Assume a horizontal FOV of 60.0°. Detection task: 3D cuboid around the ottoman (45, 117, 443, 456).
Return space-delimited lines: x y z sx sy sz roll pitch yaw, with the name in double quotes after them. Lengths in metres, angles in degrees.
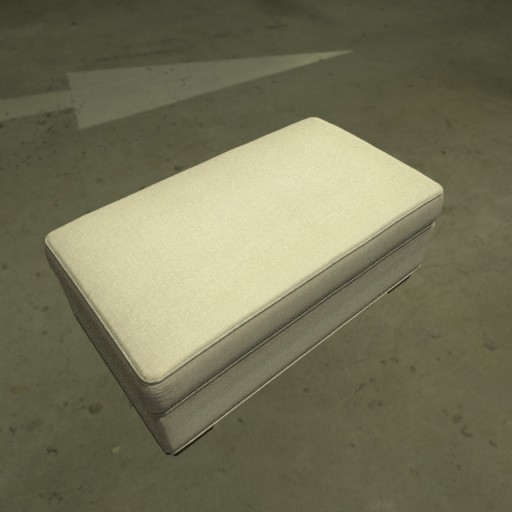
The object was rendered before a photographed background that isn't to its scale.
0.000 0.000 1.449 1.097 0.461 0.617 -31 53 -26 "ottoman"
